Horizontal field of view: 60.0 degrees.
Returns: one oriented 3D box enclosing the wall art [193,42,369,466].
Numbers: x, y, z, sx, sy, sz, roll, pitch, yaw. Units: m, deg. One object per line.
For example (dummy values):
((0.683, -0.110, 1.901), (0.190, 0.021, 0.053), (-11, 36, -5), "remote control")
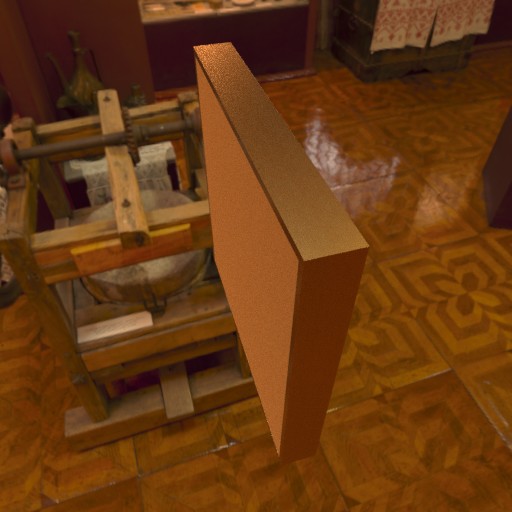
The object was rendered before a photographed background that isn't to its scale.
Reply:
((0.000, 0.000, 0.449), (0.038, 0.304, 0.304), (-12, 47, -12), "wall art")
